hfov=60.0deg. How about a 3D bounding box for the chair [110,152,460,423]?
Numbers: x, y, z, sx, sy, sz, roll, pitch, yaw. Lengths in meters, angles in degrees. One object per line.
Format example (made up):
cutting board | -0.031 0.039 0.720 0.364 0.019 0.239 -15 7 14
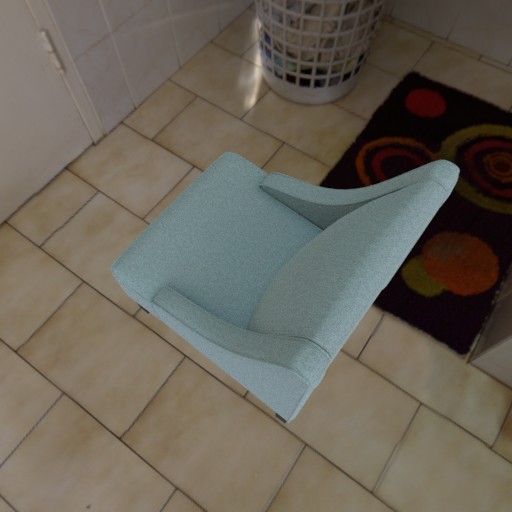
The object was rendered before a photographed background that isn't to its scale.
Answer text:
chair | 0.000 0.000 1.892 1.025 1.133 0.857 35 69 16
